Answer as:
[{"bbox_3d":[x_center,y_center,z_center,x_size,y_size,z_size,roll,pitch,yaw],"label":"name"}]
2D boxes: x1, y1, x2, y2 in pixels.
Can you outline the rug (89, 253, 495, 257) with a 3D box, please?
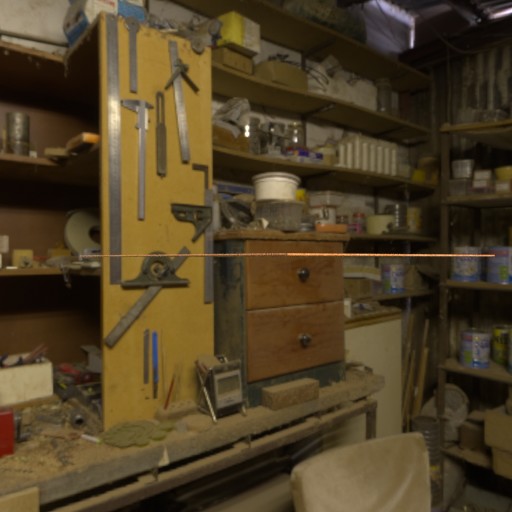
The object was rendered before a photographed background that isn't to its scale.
[{"bbox_3d":[0.000,0.000,2.852,1.524,0.006,2.285,0,0,-38],"label":"rug"}]
